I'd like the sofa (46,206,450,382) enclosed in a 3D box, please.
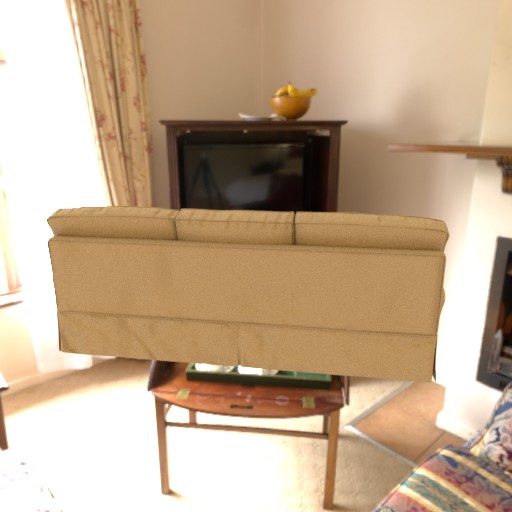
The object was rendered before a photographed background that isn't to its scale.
[{"bbox_3d":[0.000,0.000,3.465,2.475,0.978,1.733,2,16,9],"label":"sofa"}]
